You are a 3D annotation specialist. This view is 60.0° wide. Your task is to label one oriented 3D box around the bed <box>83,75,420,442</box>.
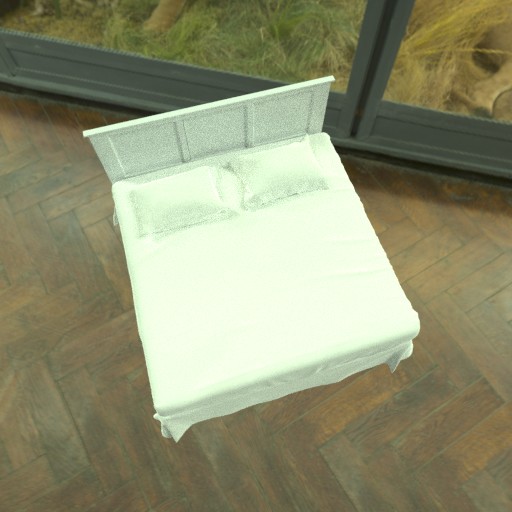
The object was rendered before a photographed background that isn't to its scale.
[{"bbox_3d":[0.000,0.000,3.561,2.317,1.273,2.215,-15,65,-7],"label":"bed"}]
